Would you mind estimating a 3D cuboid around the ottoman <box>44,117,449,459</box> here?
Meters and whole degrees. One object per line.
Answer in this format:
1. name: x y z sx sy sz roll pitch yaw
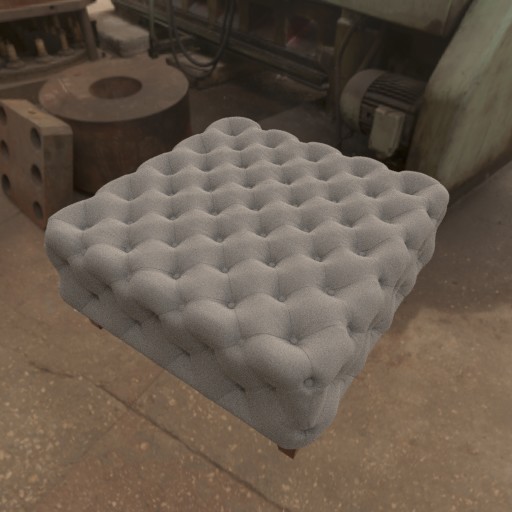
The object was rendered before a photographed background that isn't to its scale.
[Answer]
1. ottoman: 0.000 0.000 1.404 0.917 0.439 0.911 25 47 25
